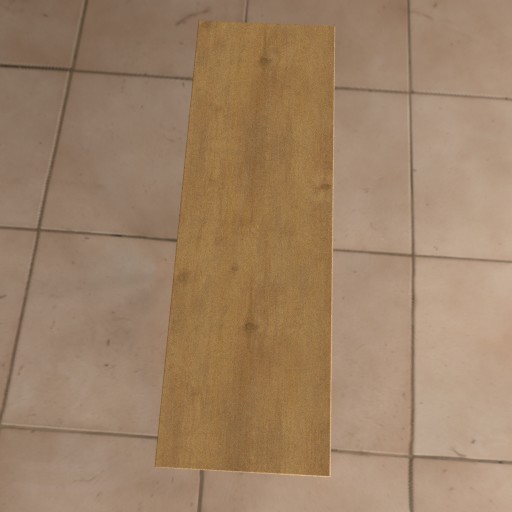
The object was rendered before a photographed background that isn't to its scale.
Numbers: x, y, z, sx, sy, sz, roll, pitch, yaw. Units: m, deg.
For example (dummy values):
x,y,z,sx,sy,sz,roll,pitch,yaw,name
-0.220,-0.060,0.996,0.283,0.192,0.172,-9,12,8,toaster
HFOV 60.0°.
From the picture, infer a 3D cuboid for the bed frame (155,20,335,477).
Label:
x,y,z,sx,sy,sz,roll,pitch,yaw,name
0.000,0.000,1.650,0.430,0.850,1.300,3,76,1,bed frame
